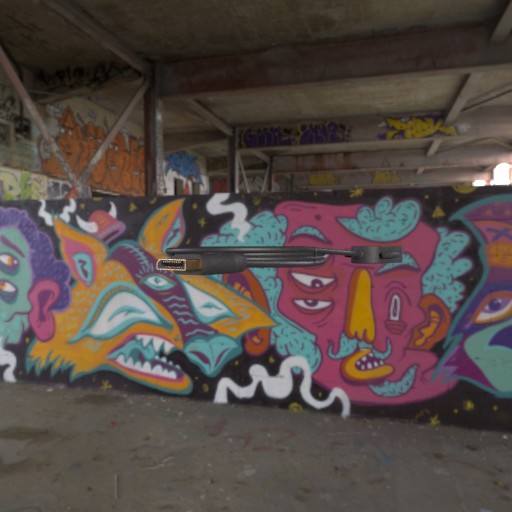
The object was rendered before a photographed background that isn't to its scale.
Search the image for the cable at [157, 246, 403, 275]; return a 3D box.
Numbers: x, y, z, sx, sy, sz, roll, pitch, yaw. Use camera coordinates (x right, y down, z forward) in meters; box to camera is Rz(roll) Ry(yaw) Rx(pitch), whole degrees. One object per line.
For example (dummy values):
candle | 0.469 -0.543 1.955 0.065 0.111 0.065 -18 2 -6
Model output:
cable | 0.000 0.000 0.330 0.136 0.015 0.281 1 1 36
